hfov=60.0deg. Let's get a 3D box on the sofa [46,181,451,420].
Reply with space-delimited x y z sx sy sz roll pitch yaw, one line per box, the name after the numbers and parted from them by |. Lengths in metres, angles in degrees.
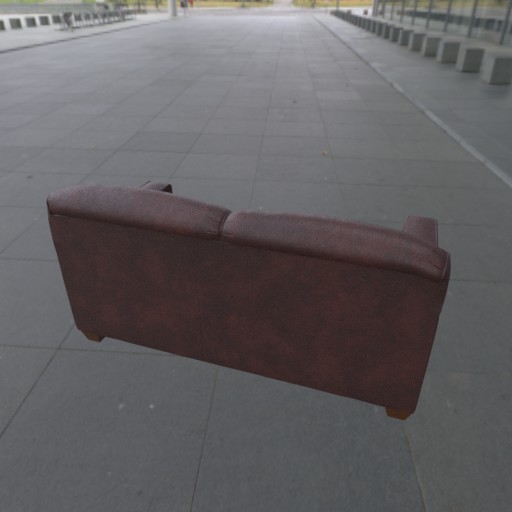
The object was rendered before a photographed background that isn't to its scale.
0.000 0.000 2.449 1.856 0.966 1.000 10 32 16 | sofa
